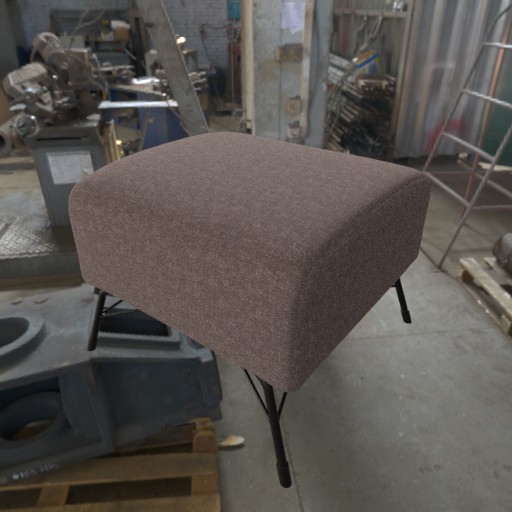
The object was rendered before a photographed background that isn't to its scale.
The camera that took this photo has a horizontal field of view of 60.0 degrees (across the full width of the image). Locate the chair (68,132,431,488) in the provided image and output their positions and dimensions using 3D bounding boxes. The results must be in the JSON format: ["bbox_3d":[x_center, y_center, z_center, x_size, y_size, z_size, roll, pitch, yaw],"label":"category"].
[{"bbox_3d":[0.000,0.000,0.906,0.530,0.410,0.530,21,36,32],"label":"chair"}]
